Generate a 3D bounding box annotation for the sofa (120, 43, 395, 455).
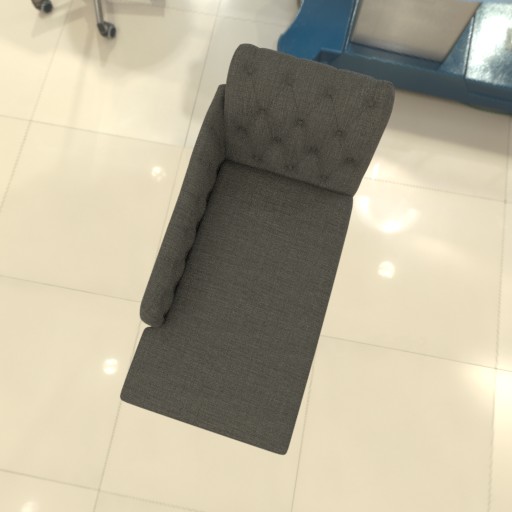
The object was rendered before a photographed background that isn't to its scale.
[{"bbox_3d":[0.000,0.000,1.791,0.675,0.787,1.379,17,77,4],"label":"sofa"}]
